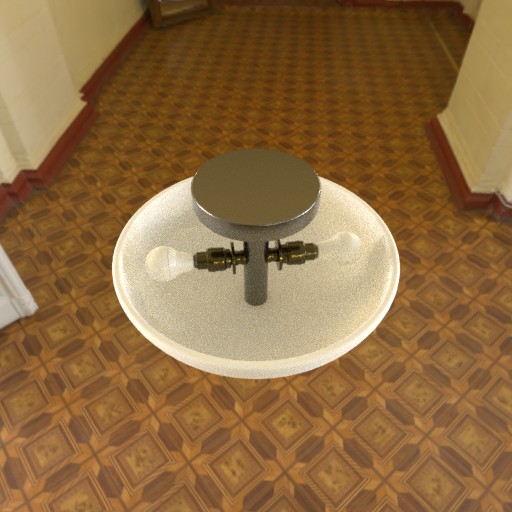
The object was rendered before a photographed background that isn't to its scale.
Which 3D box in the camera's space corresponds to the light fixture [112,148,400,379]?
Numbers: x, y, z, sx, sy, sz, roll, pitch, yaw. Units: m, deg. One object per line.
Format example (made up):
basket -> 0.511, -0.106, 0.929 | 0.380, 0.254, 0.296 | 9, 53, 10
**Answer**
light fixture -> 0.000, 0.000, 0.533 | 0.330, 0.214, 0.330 | 0, 45, 0
